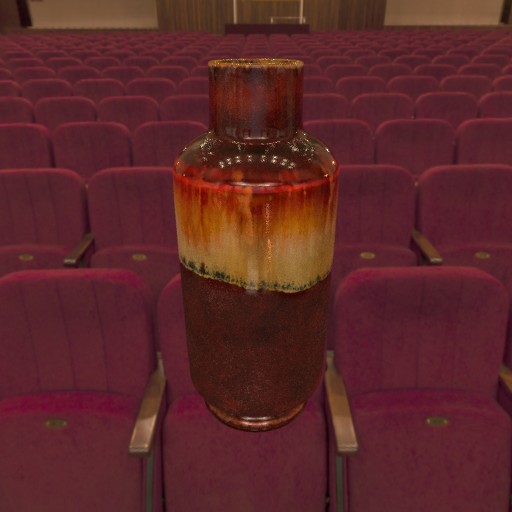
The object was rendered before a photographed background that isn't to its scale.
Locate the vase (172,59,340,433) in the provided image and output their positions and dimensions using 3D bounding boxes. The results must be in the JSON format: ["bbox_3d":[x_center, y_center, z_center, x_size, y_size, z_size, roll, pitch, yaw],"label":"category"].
[{"bbox_3d":[0.000,0.000,0.324,0.111,0.261,0.111,0,27,0],"label":"vase"}]
